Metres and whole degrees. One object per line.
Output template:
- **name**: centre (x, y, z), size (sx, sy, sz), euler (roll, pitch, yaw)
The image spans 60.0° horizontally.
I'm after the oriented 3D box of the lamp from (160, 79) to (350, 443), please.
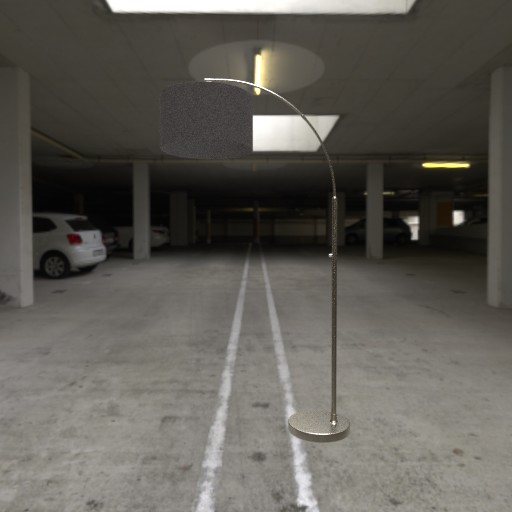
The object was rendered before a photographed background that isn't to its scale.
- **lamp**: centre (0.000, 0.000, 2.194), size (0.934, 1.735, 0.452), euler (0, 1, 0)
